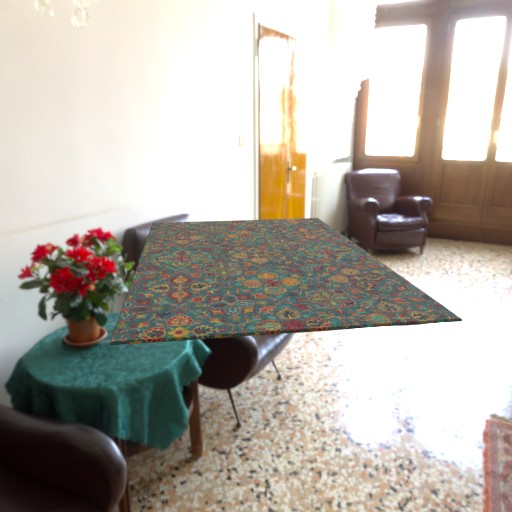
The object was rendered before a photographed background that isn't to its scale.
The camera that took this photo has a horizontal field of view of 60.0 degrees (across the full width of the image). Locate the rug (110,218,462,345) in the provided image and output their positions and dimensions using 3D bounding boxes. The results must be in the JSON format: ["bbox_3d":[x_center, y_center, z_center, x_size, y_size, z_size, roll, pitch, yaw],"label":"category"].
[{"bbox_3d":[0.000,0.000,2.361,1.216,0.014,1.836,-2,16,-8],"label":"rug"}]
